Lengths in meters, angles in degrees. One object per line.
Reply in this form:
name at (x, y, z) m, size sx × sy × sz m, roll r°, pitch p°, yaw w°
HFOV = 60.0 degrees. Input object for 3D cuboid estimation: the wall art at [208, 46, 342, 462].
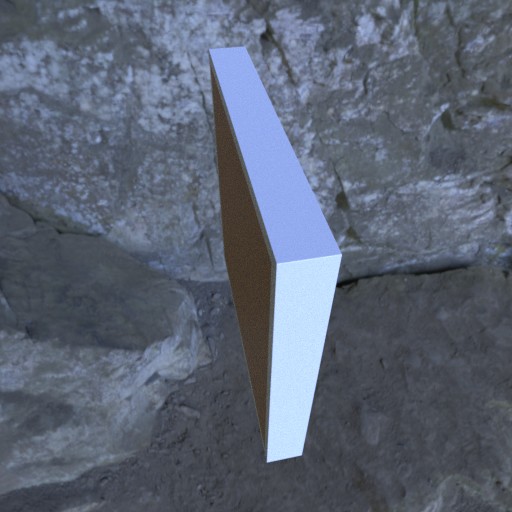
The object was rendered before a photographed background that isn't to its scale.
wall art at (0.000, 0.000, 0.460) m, size 0.038 × 0.305 × 0.305 m, roll -8°, pitch 47°, yaw -8°
